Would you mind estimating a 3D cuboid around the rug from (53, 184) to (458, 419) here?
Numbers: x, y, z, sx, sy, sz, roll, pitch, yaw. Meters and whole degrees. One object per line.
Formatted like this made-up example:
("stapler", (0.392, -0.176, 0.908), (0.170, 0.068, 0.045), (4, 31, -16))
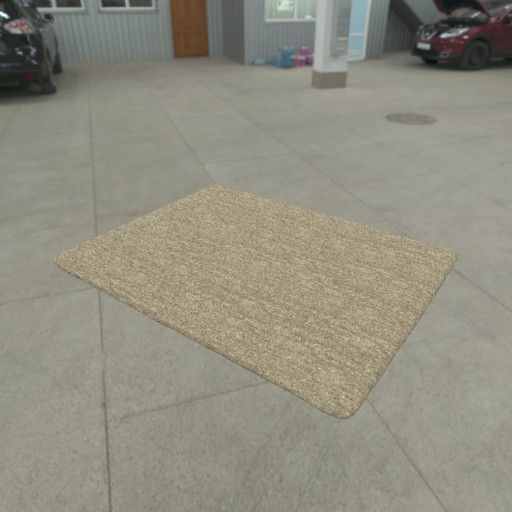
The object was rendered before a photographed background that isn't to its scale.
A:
("rug", (0.000, 0.000, 3.854), (2.873, 0.050, 2.242), (20, 36, 31))
